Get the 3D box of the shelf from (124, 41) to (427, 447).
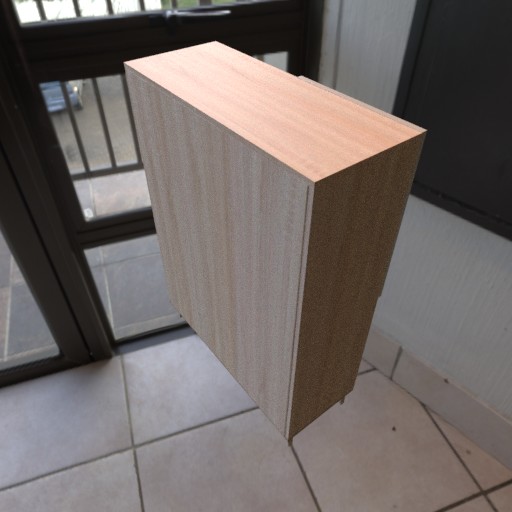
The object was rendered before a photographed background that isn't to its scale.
[{"bbox_3d":[0.000,0.000,1.868,0.434,1.405,0.995,-27,49,-27],"label":"shelf"}]
